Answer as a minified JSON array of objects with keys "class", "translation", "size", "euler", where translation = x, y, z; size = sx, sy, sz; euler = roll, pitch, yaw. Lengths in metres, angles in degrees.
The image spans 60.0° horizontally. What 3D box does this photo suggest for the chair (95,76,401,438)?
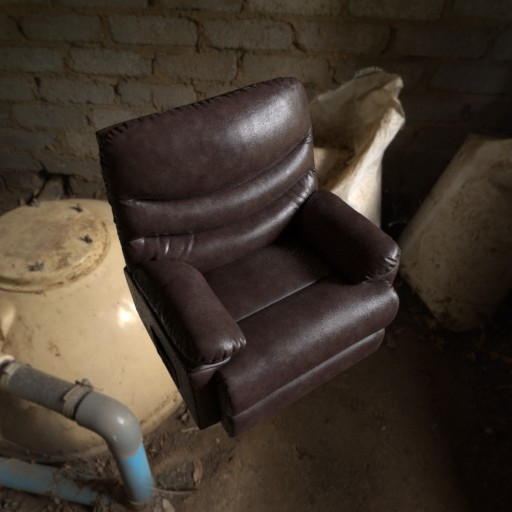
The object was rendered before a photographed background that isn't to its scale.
[{"class":"chair","translation":[0.000,0.000,1.730],"size":[0.940,1.041,0.879],"euler":[-24,51,-21]}]
